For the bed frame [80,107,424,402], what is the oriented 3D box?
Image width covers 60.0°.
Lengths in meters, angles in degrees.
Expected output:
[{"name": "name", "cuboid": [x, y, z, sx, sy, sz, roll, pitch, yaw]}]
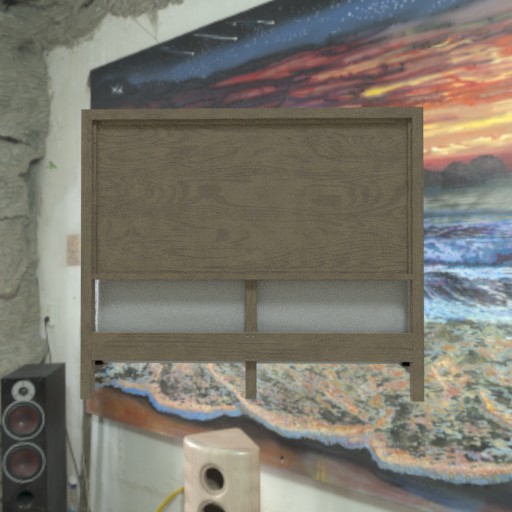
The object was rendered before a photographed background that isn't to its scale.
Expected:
[{"name": "bed frame", "cuboid": [0.000, 0.000, 3.169, 1.606, 1.369, 2.189, 0, -1, 1]}]
